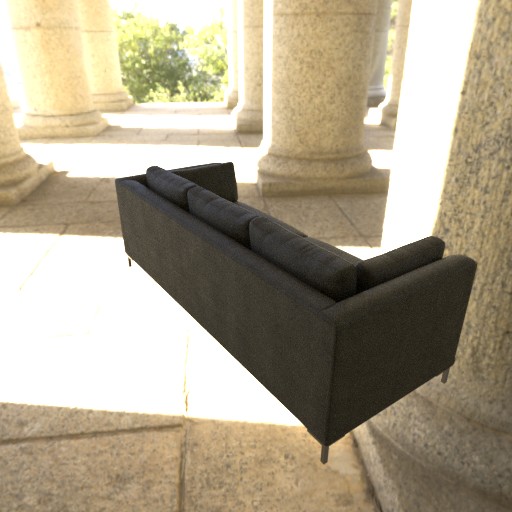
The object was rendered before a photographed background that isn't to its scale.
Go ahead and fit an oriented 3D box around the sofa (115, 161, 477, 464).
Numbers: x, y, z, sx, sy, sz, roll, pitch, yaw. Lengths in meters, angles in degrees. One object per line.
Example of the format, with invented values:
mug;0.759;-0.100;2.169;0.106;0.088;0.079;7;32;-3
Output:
sofa;0.000;0.000;2.910;0.969;0.867;2.415;-17;30;-31
